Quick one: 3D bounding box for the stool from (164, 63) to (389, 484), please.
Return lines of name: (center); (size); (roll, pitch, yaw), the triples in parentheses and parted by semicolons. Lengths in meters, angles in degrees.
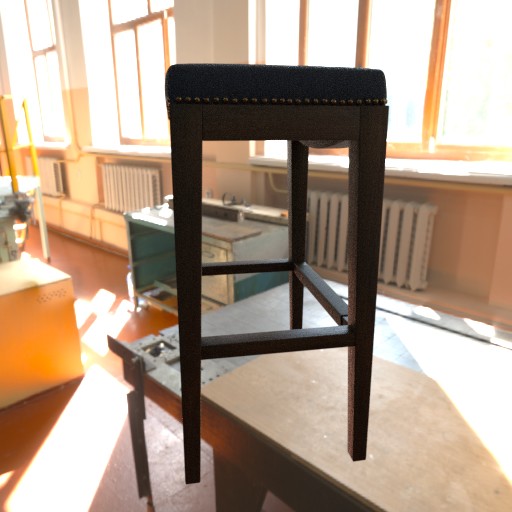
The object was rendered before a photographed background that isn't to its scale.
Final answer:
stool: (0.000, 0.000, 0.990); (0.358, 0.740, 0.498); (-3, 16, -10)
